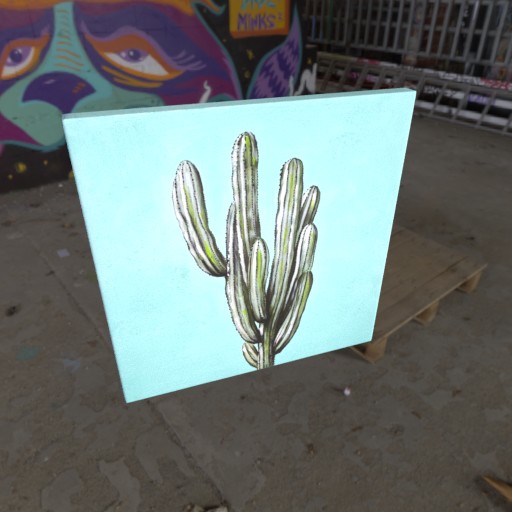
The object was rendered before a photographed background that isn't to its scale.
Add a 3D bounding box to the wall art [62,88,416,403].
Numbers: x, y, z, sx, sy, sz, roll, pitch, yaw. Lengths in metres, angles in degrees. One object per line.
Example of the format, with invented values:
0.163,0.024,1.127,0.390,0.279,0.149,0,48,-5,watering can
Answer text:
0.000,0.000,1.585,1.071,1.073,0.070,-10,33,-16,wall art
